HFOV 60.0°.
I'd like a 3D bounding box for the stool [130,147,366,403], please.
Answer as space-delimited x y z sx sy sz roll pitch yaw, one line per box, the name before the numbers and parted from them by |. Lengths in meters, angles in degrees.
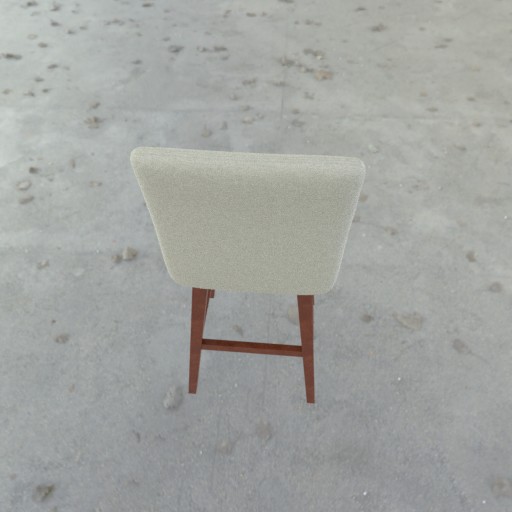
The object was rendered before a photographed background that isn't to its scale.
stool | 0.000 0.000 1.387 0.470 1.092 0.559 4 48 3
